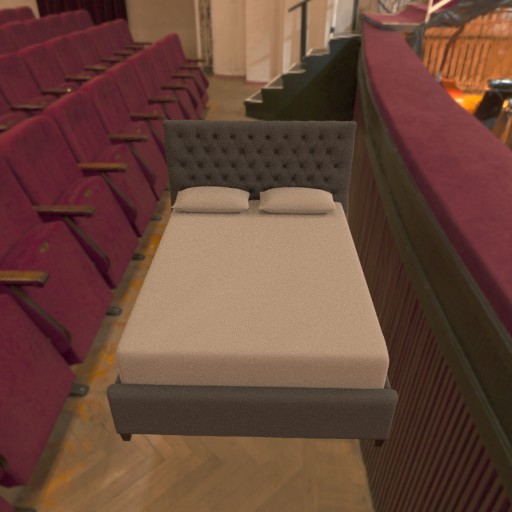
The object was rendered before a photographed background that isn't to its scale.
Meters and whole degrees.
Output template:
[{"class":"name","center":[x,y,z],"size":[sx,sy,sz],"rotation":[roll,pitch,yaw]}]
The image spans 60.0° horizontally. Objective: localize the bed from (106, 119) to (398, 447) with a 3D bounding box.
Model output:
[{"class":"bed","center":[0.000,0.000,3.319],"size":[1.698,1.427,2.231],"rotation":[1,32,1]}]
